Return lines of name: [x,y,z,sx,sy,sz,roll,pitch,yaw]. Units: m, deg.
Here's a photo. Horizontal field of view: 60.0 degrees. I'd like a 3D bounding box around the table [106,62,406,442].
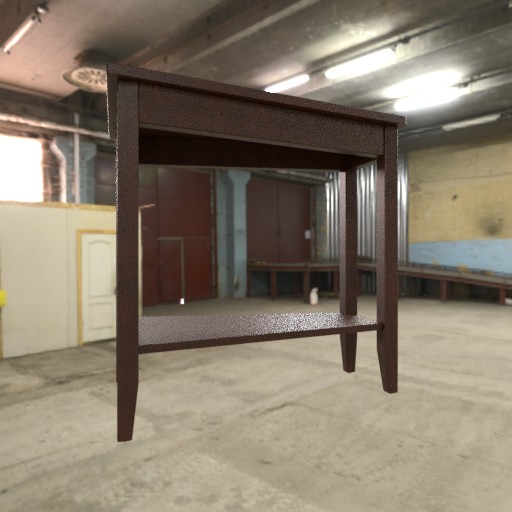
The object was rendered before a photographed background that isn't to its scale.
table: [0.000,0.000,0.954,0.605,0.589,0.399,0,0,-18]
